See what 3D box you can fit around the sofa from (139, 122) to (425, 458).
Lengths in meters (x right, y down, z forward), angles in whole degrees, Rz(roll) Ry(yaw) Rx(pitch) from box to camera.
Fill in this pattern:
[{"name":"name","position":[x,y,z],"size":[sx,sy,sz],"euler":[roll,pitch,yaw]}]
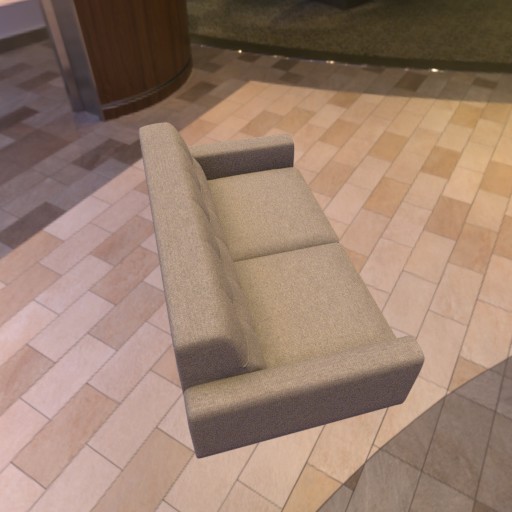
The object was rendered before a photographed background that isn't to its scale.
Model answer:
[{"name":"sofa","position":[0.000,0.000,2.188],"size":[0.909,0.841,1.631],"euler":[-11,47,-10]}]
